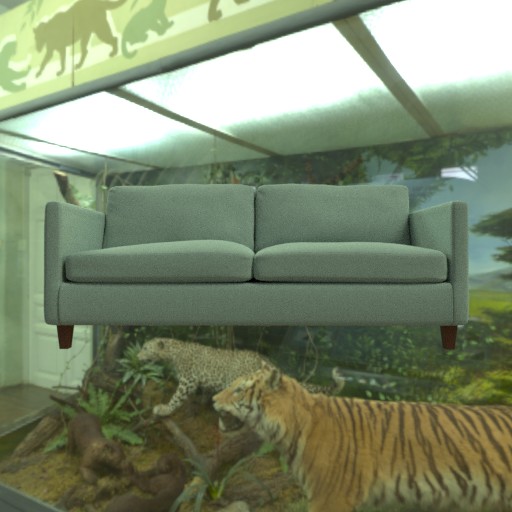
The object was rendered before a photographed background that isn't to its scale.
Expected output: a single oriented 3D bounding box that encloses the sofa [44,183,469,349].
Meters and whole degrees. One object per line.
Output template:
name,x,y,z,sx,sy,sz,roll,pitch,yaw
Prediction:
sofa,0.000,0.000,2.714,2.208,0.965,0.951,0,0,0
